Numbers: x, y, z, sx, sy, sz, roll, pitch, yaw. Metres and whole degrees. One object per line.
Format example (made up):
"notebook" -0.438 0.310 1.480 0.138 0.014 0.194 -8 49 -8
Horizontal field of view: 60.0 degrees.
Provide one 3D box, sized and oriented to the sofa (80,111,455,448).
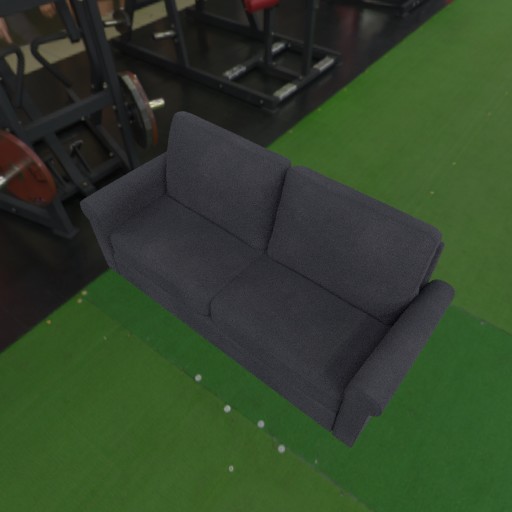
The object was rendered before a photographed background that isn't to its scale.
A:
"sofa" 0.000 0.000 2.437 1.935 0.942 0.842 31 55 25
